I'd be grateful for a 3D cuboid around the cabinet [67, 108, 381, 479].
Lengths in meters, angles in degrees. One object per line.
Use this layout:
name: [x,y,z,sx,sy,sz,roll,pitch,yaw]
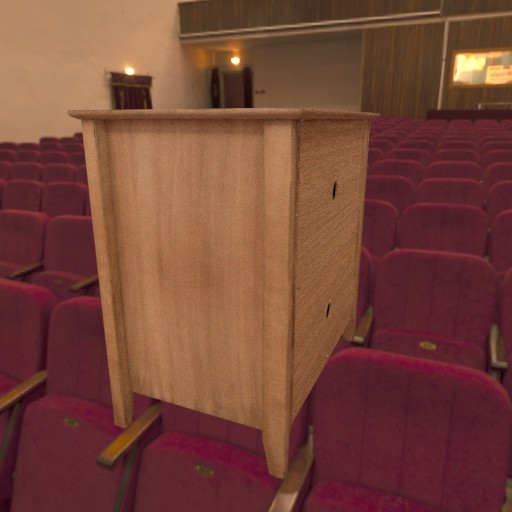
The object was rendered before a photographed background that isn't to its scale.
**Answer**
cabinet: [0.000,0.000,1.235,0.503,0.762,0.763,7,19,23]
